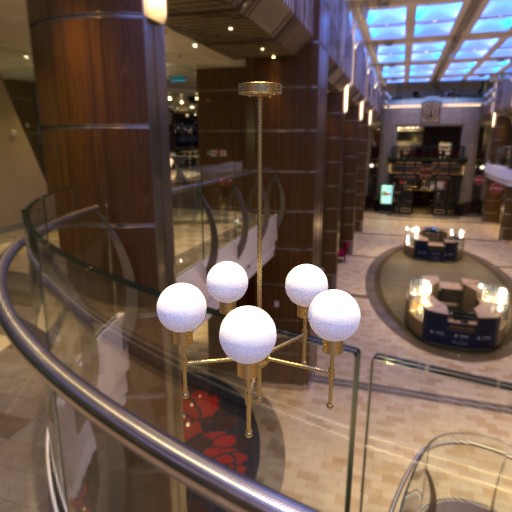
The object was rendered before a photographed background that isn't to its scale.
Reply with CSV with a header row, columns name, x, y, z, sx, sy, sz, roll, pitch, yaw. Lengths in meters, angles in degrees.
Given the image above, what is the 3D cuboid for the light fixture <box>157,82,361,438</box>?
name,x,y,z,sx,sy,sz,roll,pitch,yaw
light fixture,0.000,0.000,1.844,0.815,1.331,0.785,-8,16,-27
